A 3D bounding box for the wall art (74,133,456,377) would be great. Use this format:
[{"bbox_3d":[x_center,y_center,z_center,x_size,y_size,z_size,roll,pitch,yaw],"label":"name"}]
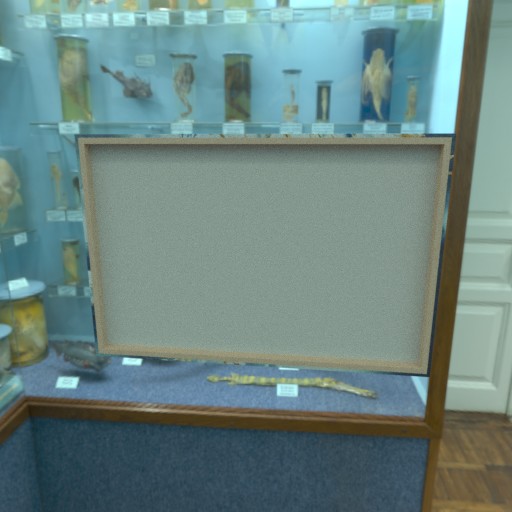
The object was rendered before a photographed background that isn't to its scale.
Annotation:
[{"bbox_3d":[0.000,0.000,1.146,0.912,0.608,0.038,2,15,7],"label":"wall art"}]
